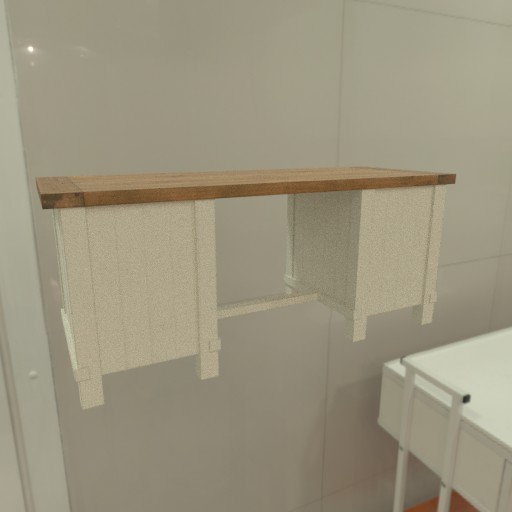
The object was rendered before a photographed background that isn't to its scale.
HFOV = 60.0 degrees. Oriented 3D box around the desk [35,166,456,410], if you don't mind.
[{"bbox_3d":[0.000,0.000,2.124,1.803,0.760,0.688,-7,16,-26],"label":"desk"}]
